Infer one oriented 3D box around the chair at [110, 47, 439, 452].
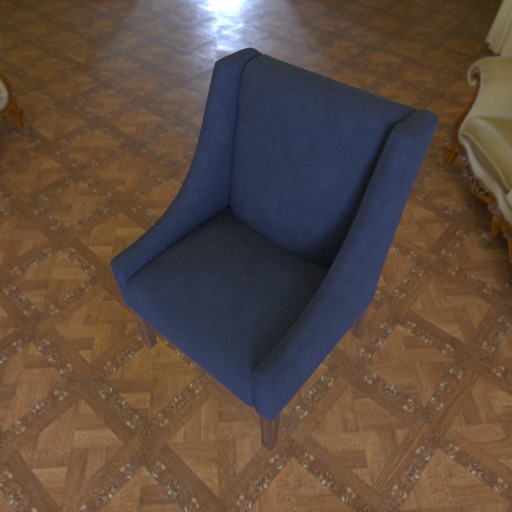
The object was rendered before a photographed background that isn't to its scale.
[{"bbox_3d":[0.000,0.000,1.323,0.629,0.895,0.629,32,55,26],"label":"chair"}]
